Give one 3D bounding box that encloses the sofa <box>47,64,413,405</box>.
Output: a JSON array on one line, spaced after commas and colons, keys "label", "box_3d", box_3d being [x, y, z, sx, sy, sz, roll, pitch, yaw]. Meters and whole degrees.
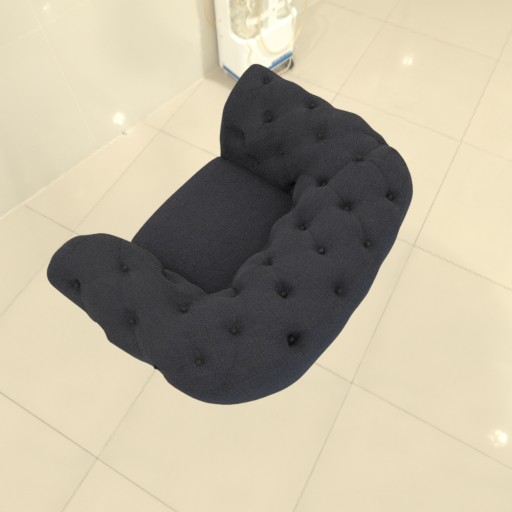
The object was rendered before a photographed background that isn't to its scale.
[{"label": "sofa", "box_3d": [0.000, 0.000, 2.053, 1.032, 0.878, 1.405, 33, 68, 16]}]
